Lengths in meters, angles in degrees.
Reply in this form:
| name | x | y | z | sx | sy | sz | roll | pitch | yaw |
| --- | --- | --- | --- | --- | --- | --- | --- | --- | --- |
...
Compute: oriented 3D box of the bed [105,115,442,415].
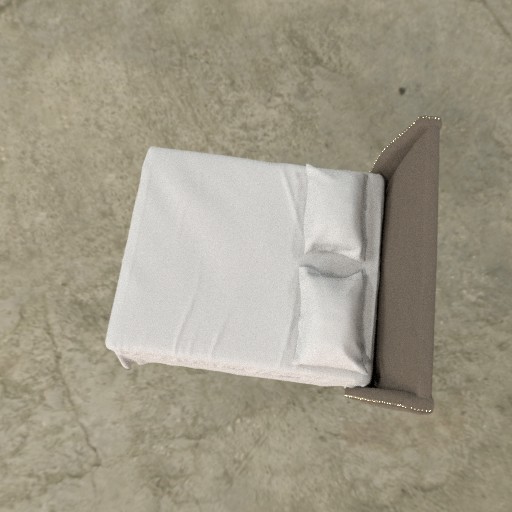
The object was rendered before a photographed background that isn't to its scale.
| name | x | y | z | sx | sy | sz | roll | pitch | yaw |
| --- | --- | --- | --- | --- | --- | --- | --- | --- | --- |
| bed | 0.000 | 0.000 | 3.376 | 2.276 | 1.332 | 1.925 | 7 | 75 | 2 |
